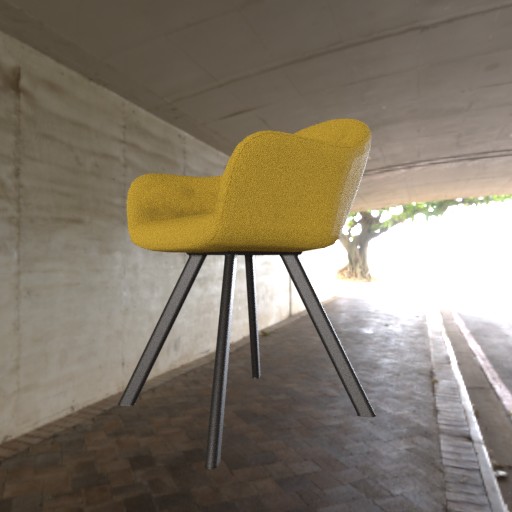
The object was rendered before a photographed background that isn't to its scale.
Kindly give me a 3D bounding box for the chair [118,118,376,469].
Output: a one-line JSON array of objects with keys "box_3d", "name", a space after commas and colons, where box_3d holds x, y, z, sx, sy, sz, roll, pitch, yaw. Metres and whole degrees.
[{"box_3d": [0.000, 0.000, 1.151, 0.565, 0.775, 0.545, 0, 0, -37], "name": "chair"}]
